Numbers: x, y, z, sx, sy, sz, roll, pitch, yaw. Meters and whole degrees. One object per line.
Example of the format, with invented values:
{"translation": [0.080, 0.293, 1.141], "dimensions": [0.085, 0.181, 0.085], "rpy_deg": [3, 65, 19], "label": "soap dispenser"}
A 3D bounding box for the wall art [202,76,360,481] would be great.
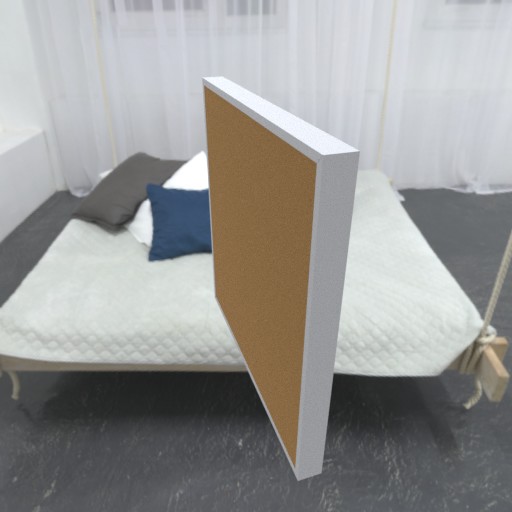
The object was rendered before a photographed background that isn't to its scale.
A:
{"translation": [0.000, 0.000, 0.763], "dimensions": [0.040, 0.509, 0.509], "rpy_deg": [-10, 32, -16], "label": "wall art"}
